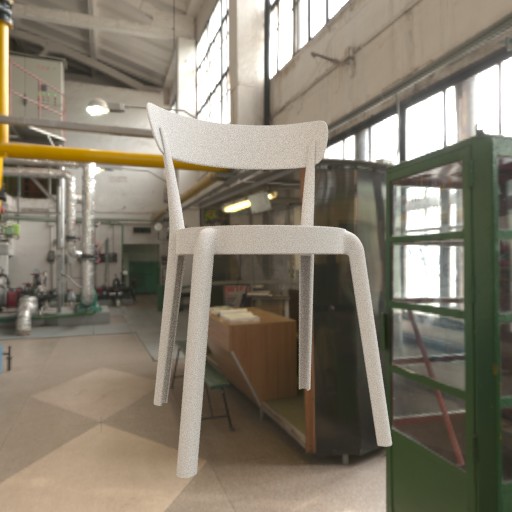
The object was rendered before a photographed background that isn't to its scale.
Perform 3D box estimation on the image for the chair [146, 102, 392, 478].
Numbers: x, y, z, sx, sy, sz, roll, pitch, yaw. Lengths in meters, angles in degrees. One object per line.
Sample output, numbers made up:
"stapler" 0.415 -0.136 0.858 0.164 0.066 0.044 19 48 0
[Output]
"chair" 0.000 0.000 1.084 0.506 0.790 0.491 0 0 -18
